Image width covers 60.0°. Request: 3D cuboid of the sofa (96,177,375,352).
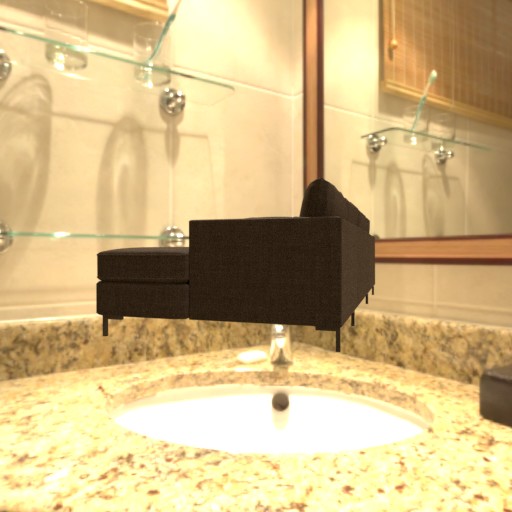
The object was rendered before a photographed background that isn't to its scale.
[{"bbox_3d":[0.000,0.000,4.269,2.048,0.999,3.423,0,1,18],"label":"sofa"}]
